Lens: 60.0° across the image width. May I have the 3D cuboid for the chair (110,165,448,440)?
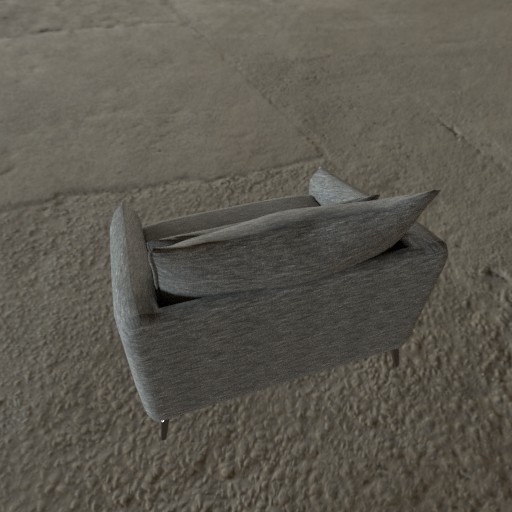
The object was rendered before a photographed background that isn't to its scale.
[{"bbox_3d":[0.000,0.000,1.600,1.004,0.842,0.805,-13,43,-14],"label":"chair"}]
